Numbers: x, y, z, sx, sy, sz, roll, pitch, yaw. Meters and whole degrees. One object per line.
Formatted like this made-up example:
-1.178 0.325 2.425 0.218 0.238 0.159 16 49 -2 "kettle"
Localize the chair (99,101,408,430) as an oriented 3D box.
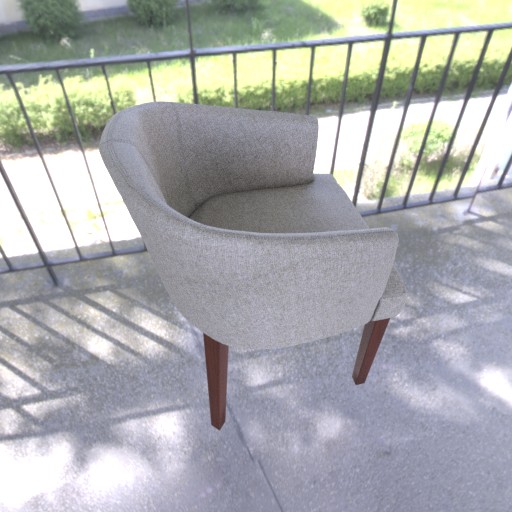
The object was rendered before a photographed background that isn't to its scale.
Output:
0.000 0.000 1.228 0.655 0.811 0.583 -10 46 -10 "chair"
